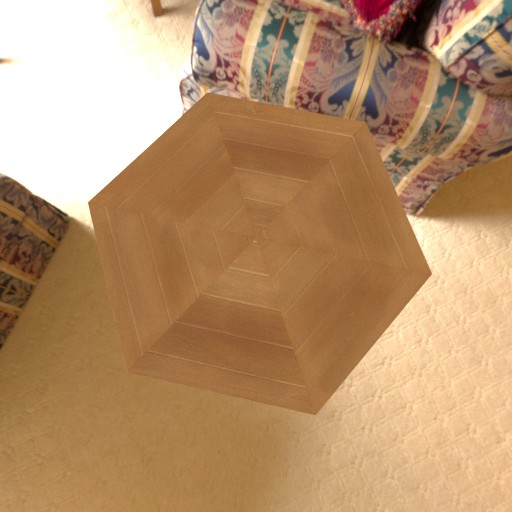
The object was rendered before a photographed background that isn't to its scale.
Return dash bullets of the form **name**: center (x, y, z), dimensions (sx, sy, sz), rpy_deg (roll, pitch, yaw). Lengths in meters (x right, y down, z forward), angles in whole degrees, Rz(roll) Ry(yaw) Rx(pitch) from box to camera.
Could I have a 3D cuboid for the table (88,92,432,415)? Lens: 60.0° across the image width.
- **table**: center (0.000, 0.000, 1.670), dimensions (1.000, 0.456, 1.154), rpy_deg (-17, 75, -5)
